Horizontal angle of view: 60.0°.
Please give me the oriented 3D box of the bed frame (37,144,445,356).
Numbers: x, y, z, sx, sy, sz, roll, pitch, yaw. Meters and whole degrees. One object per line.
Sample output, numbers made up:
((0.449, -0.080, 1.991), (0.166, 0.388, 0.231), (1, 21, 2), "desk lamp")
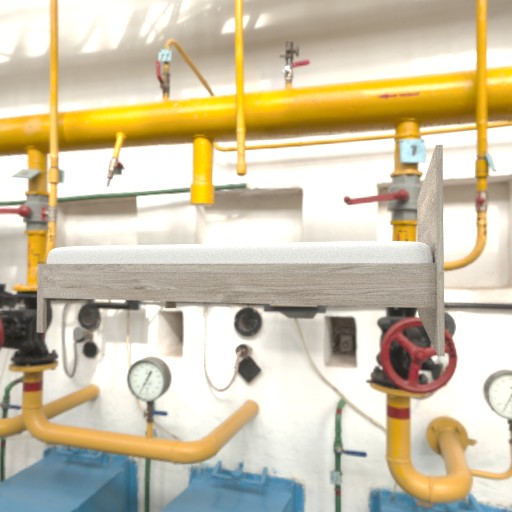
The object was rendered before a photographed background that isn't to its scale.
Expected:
((0.000, 0.000, 2.673), (1.950, 0.800, 1.490), (0, -1, 17), "bed frame")
